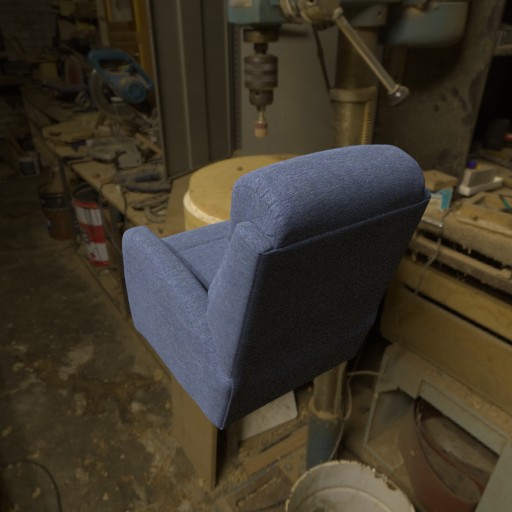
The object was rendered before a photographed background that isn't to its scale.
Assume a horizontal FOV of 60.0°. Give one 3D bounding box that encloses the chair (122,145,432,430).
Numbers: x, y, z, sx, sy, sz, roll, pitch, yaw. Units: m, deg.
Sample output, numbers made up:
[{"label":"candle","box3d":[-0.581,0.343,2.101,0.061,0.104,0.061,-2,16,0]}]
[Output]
[{"label":"chair","box3d":[0.000,0.000,1.745,0.798,1.013,1.043,-19,34,-30]}]
